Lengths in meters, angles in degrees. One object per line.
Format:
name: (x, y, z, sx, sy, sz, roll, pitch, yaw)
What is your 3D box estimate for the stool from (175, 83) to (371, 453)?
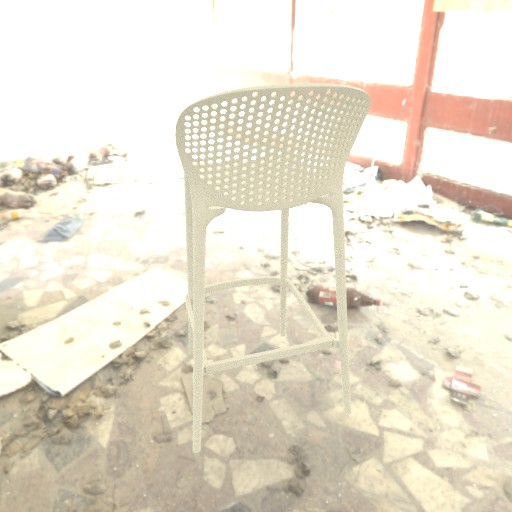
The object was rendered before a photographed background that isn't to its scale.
stool: (0.000, 0.000, 1.360, 0.536, 1.045, 0.535, -8, 29, -15)
